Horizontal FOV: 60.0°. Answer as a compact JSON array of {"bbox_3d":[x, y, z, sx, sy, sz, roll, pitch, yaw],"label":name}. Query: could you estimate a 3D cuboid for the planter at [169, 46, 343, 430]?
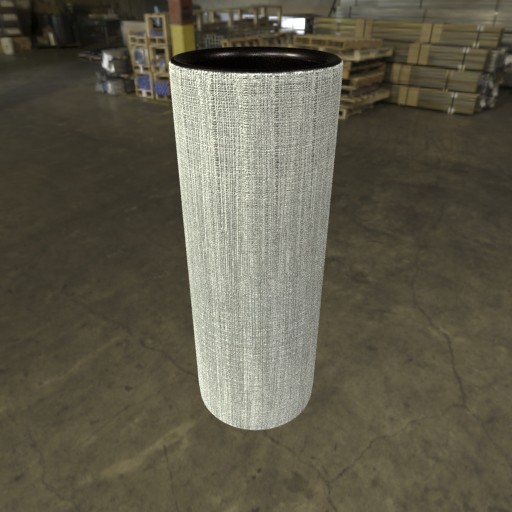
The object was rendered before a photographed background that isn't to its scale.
[{"bbox_3d":[0.000,0.000,0.326,0.100,0.270,0.100,22,38,31],"label":"planter"}]
